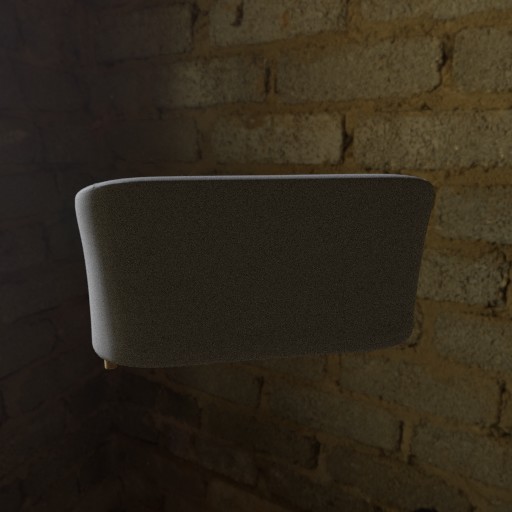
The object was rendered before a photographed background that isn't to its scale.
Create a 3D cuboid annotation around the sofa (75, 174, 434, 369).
[{"bbox_3d":[0.000,0.000,1.879,1.452,0.721,0.705,-2,15,-9],"label":"sofa"}]
